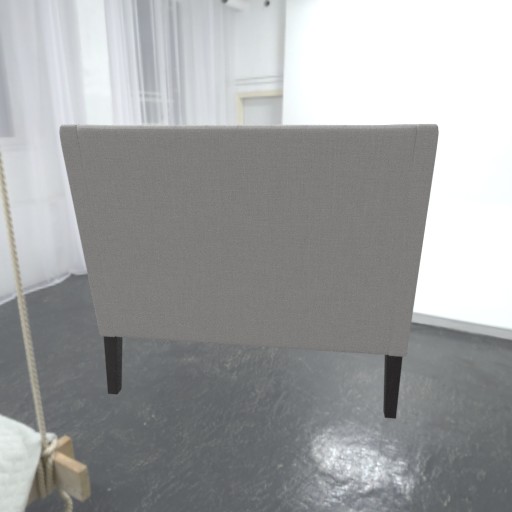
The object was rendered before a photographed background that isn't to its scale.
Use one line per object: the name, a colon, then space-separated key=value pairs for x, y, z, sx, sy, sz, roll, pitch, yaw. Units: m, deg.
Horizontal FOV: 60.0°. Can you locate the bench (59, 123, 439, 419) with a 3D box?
bench: x=0.000 y=0.000 z=1.987 sx=1.280 sy=1.123 sz=0.847 roll=2 pitch=16 yaw=8
